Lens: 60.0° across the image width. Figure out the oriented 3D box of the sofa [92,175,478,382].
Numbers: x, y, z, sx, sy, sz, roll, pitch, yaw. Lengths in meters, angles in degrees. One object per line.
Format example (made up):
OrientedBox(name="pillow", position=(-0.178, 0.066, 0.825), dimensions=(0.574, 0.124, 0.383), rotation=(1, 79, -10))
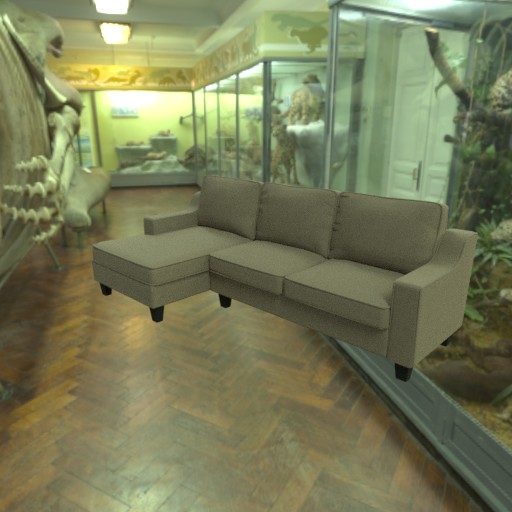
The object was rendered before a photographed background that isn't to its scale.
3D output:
OrientedBox(name="sofa", position=(0.000, 0.000, 3.205), dimensions=(2.561, 0.928, 1.294), rotation=(15, 23, 42))
